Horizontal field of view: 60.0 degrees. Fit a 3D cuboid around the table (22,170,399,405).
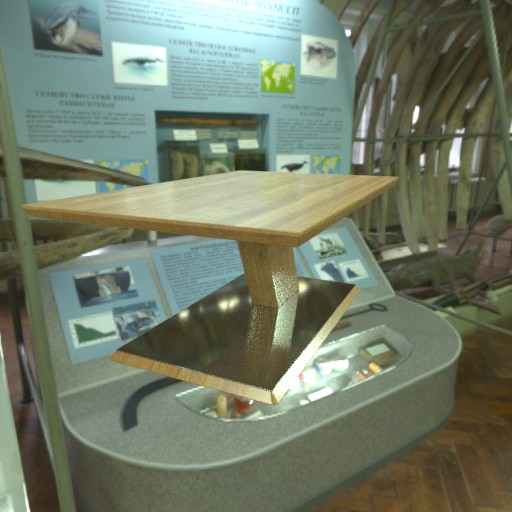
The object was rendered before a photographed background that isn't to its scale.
[{"bbox_3d":[0.000,0.000,1.431,0.692,0.441,1.100,7,17,25],"label":"table"}]
